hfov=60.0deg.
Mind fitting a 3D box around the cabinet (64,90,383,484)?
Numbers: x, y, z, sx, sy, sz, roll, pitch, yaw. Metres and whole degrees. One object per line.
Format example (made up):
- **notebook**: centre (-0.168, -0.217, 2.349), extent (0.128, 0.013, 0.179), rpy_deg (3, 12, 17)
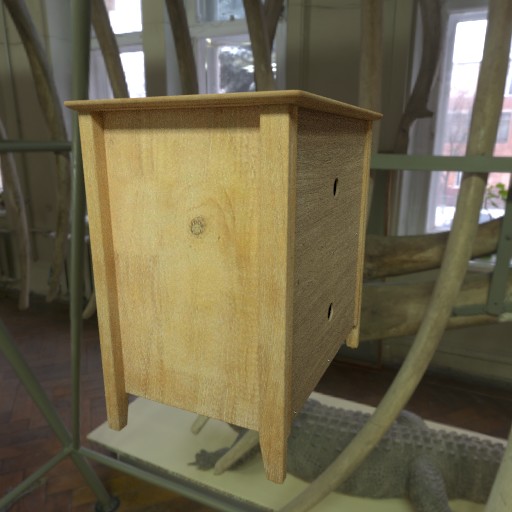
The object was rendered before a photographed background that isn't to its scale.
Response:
- **cabinet**: centre (0.000, 0.000, 1.210), extent (0.503, 0.762, 0.763), rpy_deg (7, 16, 24)
